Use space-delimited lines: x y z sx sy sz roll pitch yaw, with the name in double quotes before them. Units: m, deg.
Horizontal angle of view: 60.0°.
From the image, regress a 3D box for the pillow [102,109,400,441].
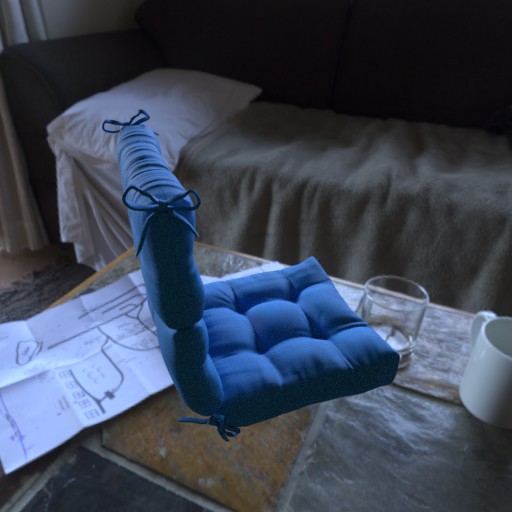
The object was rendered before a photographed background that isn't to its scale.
"pillow" 0.000 0.000 1.031 0.571 0.605 0.519 -10 33 -17
